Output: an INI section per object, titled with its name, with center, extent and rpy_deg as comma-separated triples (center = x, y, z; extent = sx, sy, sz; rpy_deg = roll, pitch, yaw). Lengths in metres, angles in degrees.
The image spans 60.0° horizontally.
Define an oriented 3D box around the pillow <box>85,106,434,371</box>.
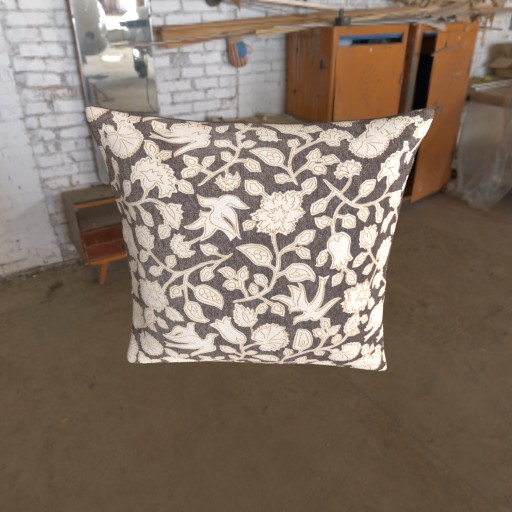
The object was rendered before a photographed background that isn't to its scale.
[pillow]
center = 0.000, 0.000, 0.782
extent = 0.526, 0.507, 0.166
rpy_deg = 1, 30, 2
